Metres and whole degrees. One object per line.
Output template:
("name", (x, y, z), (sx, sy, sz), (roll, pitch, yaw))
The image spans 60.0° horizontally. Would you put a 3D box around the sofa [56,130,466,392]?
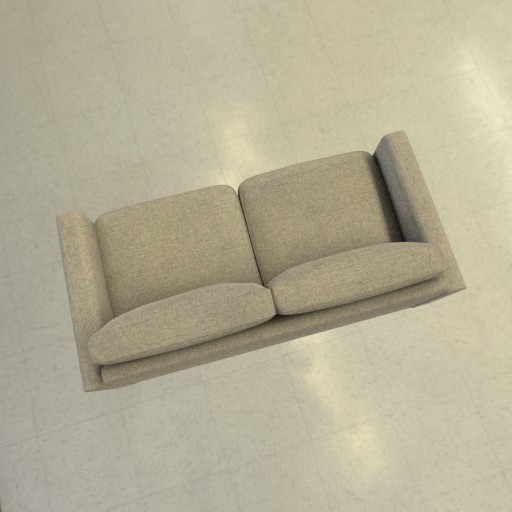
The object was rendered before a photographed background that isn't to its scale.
("sofa", (0.000, 0.000, 2.454), (1.978, 0.892, 0.969), (-15, 76, -4))
